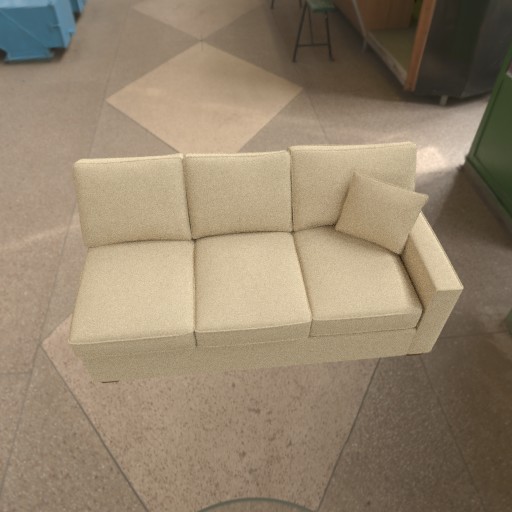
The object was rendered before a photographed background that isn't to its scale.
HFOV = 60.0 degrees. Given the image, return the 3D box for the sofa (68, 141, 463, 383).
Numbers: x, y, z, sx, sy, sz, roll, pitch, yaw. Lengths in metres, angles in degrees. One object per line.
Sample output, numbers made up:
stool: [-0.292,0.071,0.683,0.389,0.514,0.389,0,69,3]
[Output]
sofa: [0.000,0.000,2.554,1.963,0.946,1.034,-4,46,-4]
